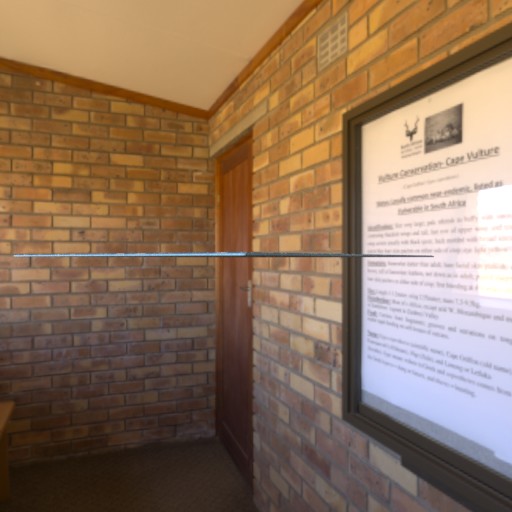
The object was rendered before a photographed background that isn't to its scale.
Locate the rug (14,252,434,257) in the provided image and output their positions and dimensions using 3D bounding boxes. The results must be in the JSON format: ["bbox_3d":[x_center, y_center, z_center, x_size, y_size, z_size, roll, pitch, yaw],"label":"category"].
[{"bbox_3d":[0.000,0.000,2.760,1.554,0.012,2.205,0,0,37],"label":"rug"}]
